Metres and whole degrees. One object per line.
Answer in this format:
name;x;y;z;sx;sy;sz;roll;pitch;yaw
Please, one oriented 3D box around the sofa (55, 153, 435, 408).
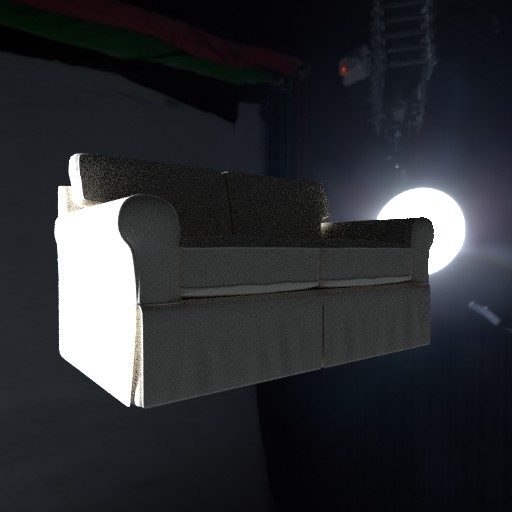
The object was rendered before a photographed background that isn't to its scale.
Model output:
sofa;0.000;0.000;2.217;1.727;0.940;0.991;-1;1;-37
